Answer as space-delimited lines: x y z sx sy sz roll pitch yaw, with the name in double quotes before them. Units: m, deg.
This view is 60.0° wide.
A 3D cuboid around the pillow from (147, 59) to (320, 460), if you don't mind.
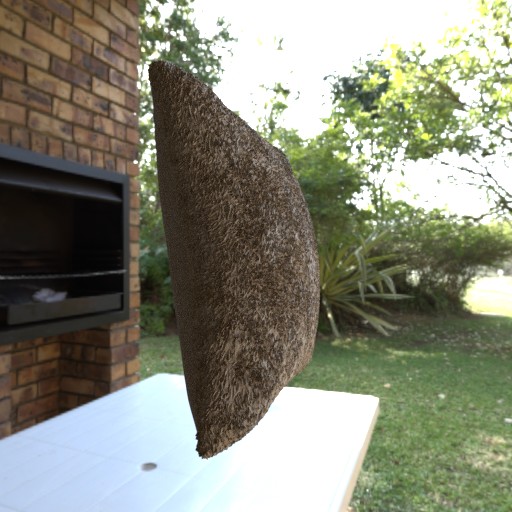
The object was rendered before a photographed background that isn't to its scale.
"pillow" 0.000 0.000 0.801 0.218 0.515 0.529 0 0 18
